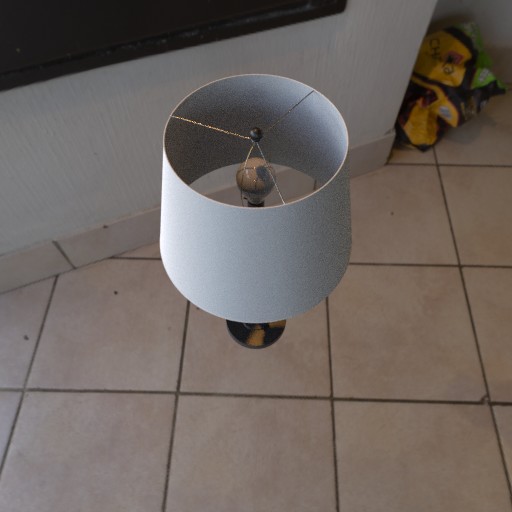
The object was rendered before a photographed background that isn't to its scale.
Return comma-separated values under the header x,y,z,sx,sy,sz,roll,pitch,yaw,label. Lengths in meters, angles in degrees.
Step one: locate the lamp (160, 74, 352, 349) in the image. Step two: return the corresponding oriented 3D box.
x,y,z,sx,sy,sz,roll,pitch,yaw,label
0.000,0.000,0.915,0.363,0.696,0.363,0,59,0,lamp
